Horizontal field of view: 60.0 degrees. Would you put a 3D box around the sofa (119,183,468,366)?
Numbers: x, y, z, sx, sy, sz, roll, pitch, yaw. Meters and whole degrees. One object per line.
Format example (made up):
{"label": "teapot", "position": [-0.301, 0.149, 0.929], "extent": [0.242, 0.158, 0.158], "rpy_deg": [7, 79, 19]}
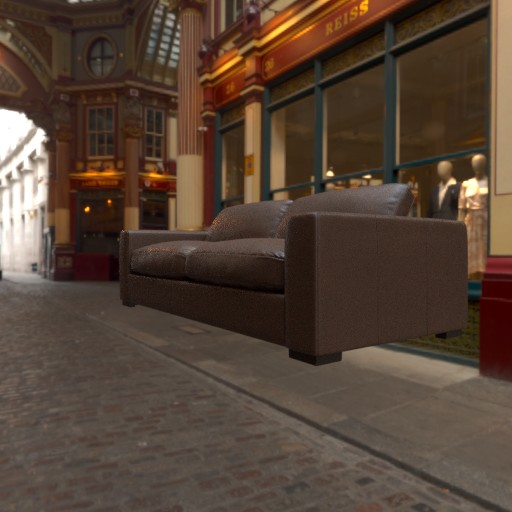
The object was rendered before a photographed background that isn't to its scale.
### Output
{"label": "sofa", "position": [0.000, 0.000, 2.854], "extent": [1.070, 0.801, 2.262], "rpy_deg": [-1, 1, -35]}
